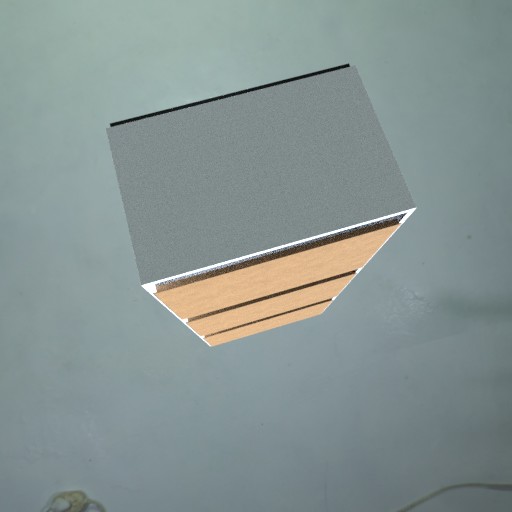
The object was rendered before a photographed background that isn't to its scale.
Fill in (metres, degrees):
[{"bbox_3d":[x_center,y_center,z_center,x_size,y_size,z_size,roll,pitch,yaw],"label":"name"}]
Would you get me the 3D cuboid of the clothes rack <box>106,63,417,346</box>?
[{"bbox_3d":[0.000,0.000,1.382,0.500,1.187,0.330,-16,74,-5],"label":"clothes rack"}]
